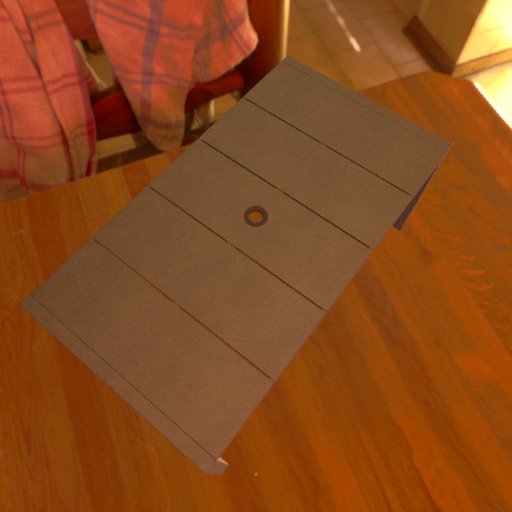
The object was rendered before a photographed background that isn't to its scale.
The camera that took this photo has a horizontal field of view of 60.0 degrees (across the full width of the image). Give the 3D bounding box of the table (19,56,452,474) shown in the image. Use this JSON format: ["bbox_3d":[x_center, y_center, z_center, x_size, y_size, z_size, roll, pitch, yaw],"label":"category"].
[{"bbox_3d":[0.000,0.000,2.134,0.914,0.735,1.680,35,69,16],"label":"table"}]
